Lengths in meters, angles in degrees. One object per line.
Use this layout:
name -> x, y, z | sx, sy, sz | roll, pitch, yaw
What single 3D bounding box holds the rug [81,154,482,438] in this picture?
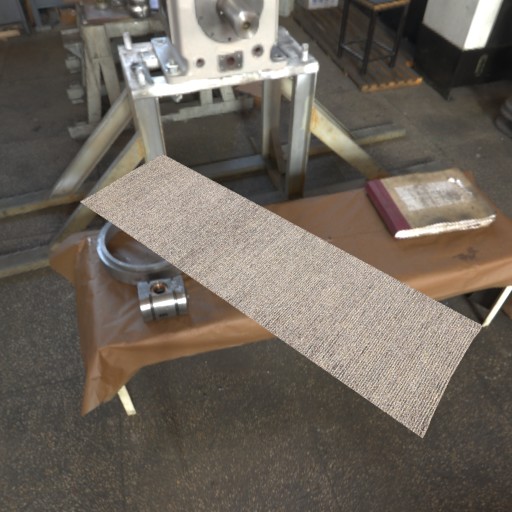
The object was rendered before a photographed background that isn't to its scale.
rug -> 0.000, 0.000, 2.493 | 2.335, 0.013, 0.697 | 31, 54, 26
